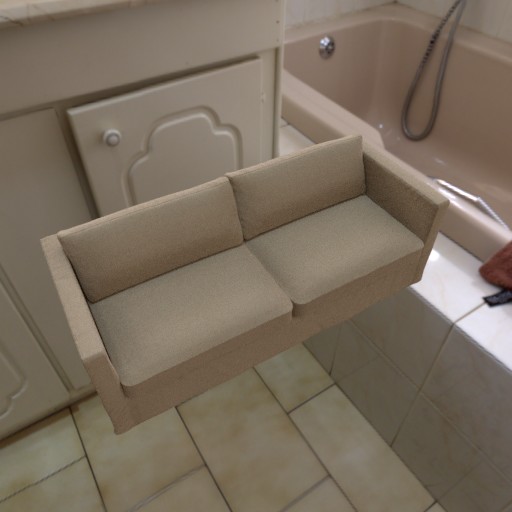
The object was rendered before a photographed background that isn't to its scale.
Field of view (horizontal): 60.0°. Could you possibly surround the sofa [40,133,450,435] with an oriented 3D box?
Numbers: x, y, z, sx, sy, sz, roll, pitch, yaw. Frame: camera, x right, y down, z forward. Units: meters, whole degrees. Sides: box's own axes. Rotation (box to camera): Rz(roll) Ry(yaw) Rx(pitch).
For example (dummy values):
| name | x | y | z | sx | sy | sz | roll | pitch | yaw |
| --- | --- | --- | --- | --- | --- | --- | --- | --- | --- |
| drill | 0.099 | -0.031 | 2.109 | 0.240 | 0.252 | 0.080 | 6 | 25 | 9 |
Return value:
| name | x | y | z | sx | sy | sz | roll | pitch | yaw |
| --- | --- | --- | --- | --- | --- | --- | --- | --- | --- |
| sofa | 0.000 | 0.000 | 2.807 | 2.312 | 0.853 | 0.962 | -22 | 49 | -21 |
